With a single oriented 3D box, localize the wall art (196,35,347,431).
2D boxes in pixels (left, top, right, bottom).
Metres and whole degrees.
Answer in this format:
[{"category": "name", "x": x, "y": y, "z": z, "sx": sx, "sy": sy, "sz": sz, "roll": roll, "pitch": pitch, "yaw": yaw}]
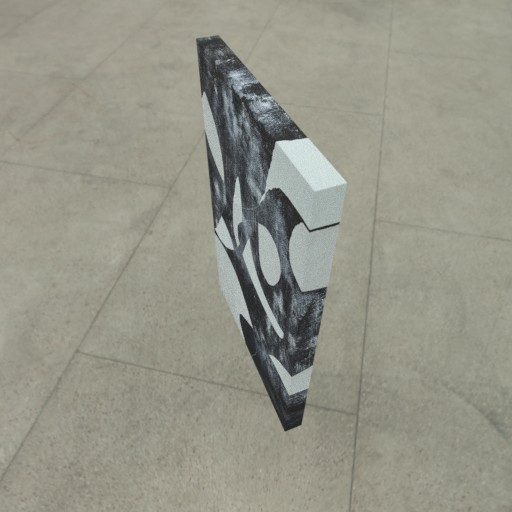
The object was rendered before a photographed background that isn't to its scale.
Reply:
[{"category": "wall art", "x": 0.000, "y": 0.000, "z": 0.793, "sx": 0.039, "sy": 0.610, "sz": 0.407, "roll": -16, "pitch": 49, "yaw": -15}]
